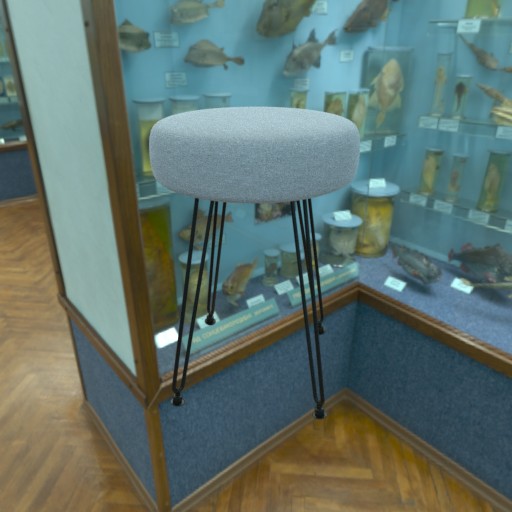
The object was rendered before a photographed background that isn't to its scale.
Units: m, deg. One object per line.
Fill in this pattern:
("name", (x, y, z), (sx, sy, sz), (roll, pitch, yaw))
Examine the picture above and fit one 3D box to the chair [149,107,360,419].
("chair", (0.000, 0.000, 0.723), (0.350, 0.440, 0.350), (-18, 31, -33))
